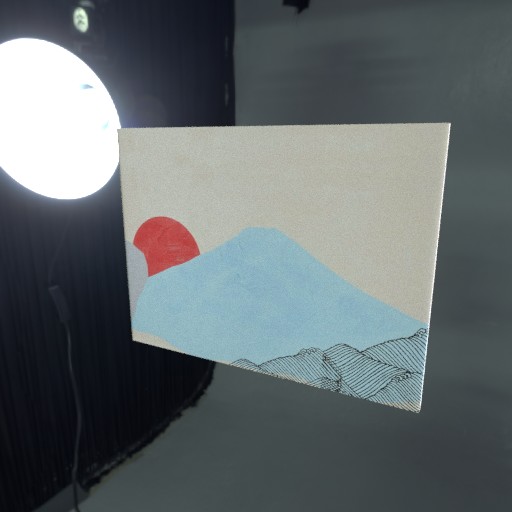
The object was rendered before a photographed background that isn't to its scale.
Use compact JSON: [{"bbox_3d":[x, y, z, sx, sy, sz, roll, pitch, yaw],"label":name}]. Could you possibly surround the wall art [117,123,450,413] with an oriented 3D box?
[{"bbox_3d":[0.000,0.000,1.623,1.219,0.912,0.042,7,16,26],"label":"wall art"}]
